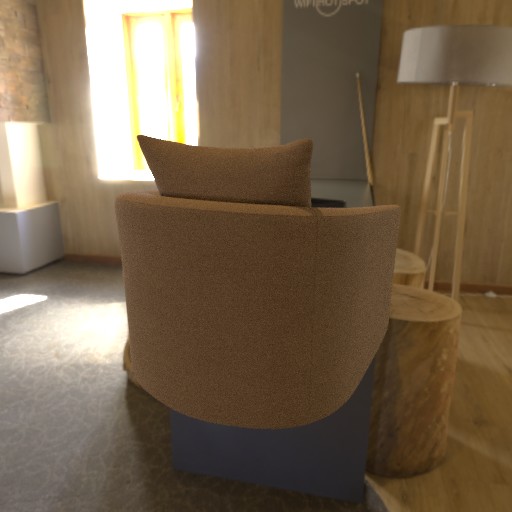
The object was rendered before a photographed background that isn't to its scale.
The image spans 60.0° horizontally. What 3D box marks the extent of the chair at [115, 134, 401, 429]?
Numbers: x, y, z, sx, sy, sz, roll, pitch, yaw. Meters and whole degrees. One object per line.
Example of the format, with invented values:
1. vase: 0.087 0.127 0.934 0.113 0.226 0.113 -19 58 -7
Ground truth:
1. chair: 0.000 0.000 1.594 0.845 0.848 0.910 9 19 26
